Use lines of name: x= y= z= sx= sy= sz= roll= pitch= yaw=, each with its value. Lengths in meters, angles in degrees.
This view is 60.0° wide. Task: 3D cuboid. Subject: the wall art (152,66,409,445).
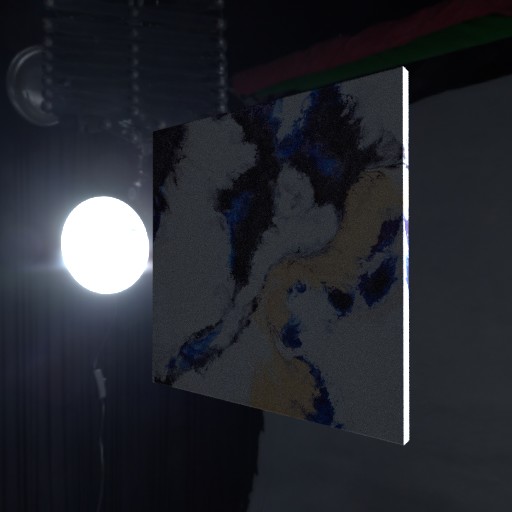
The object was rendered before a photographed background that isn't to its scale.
wall art: x=0.000 y=0.000 z=1.312 sx=0.887 sy=0.885 sz=0.038 roll=0 pitch=0 yaw=37
